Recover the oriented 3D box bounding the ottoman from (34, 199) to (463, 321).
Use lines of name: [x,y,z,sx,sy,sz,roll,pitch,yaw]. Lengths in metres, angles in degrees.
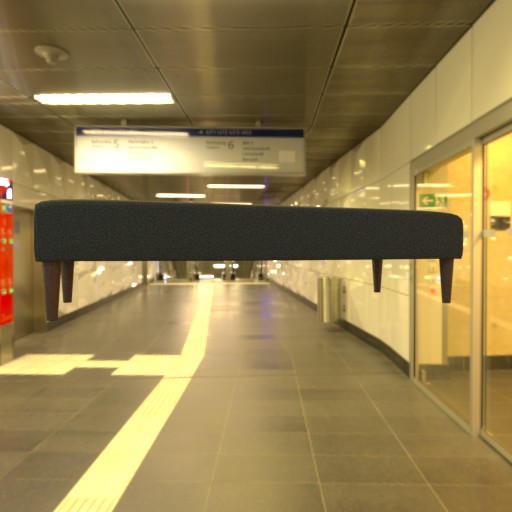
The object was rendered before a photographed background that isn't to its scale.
ottoman: [0.000,0.000,1.863,1.609,0.393,0.646,0,1,-18]
